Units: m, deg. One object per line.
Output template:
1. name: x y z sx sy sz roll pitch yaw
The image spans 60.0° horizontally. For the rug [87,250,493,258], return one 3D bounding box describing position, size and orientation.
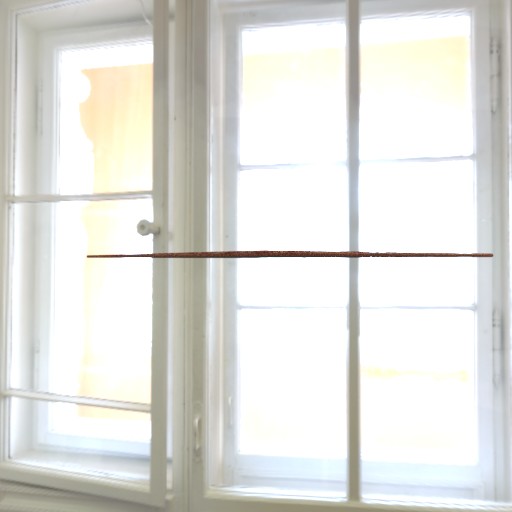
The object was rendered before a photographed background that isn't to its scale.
1. rug: 0.000 0.000 2.302 1.219 0.016 1.829 0 -1 -36
